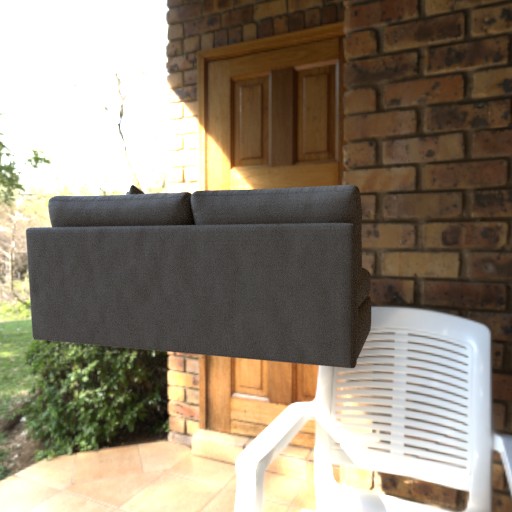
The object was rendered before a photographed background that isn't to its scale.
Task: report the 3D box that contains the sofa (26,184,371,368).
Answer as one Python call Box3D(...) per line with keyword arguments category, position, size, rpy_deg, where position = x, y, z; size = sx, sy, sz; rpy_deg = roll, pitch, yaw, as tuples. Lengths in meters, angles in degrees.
Box3D(category="sofa", position=(0.000, 0.000, 3.748), size=(1.994, 0.978, 2.896), rpy_deg=(1, 2, 19))
